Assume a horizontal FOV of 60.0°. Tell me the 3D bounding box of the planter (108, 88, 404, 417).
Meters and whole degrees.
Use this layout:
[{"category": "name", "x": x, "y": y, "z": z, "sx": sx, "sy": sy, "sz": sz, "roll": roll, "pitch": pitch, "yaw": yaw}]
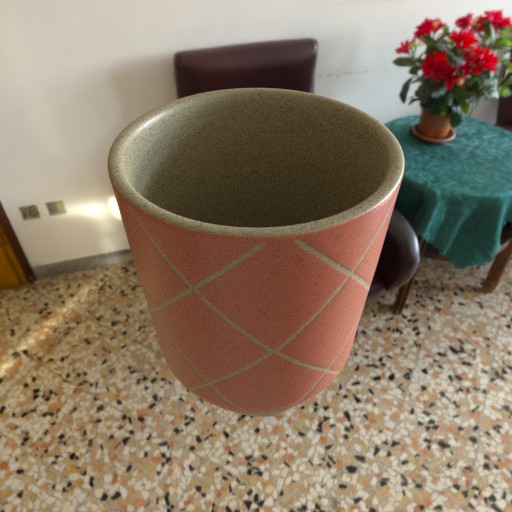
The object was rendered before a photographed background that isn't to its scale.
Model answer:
[{"category": "planter", "x": 0.000, "y": 0.000, "z": 0.358, "sx": 0.191, "sy": 0.200, "sz": 0.191, "roll": 0, "pitch": 42, "yaw": 0}]
